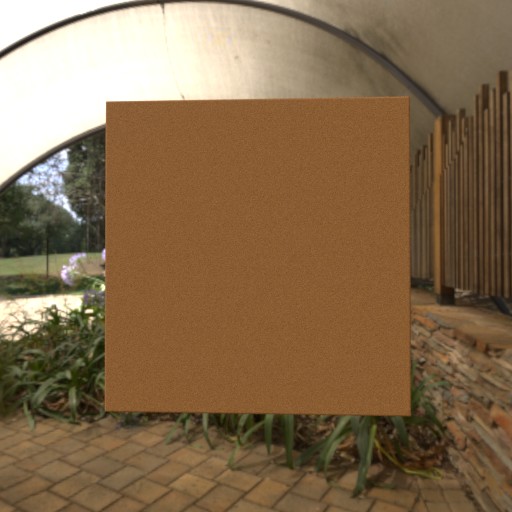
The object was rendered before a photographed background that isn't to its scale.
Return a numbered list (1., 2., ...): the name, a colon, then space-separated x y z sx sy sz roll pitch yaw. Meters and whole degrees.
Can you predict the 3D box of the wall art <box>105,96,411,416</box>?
1. wall art: 0.000 0.000 0.822 0.554 0.572 0.037 0 -1 3
